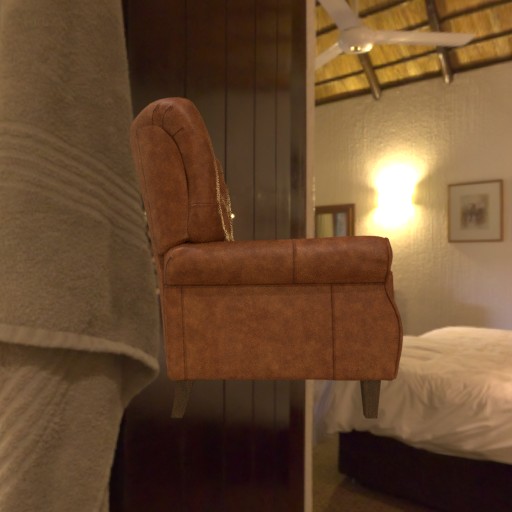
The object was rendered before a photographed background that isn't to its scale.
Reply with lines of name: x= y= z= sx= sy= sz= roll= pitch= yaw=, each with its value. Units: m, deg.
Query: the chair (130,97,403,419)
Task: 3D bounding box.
chair: x=0.000 y=0.000 z=1.940 sx=1.059 sy=1.164 sz=0.951 roll=0 pitch=-1 yaw=1
